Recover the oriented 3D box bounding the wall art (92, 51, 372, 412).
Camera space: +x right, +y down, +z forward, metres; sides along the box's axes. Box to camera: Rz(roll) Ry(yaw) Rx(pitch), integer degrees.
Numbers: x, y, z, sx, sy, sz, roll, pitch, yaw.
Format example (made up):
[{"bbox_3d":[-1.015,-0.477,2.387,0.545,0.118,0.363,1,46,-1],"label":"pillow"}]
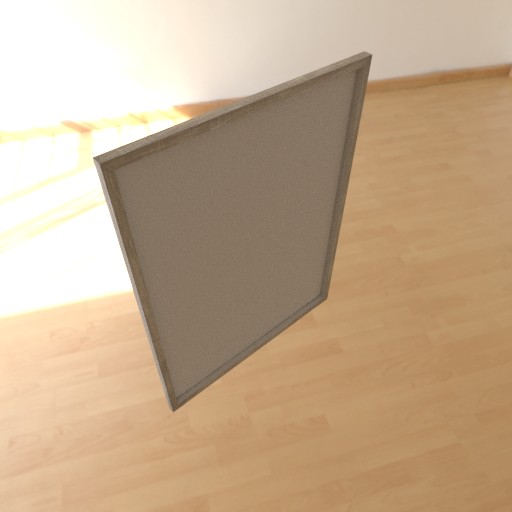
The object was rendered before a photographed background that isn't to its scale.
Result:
[{"bbox_3d":[0.000,0.000,1.362,0.781,1.022,0.035,-32,53,-27],"label":"wall art"}]
